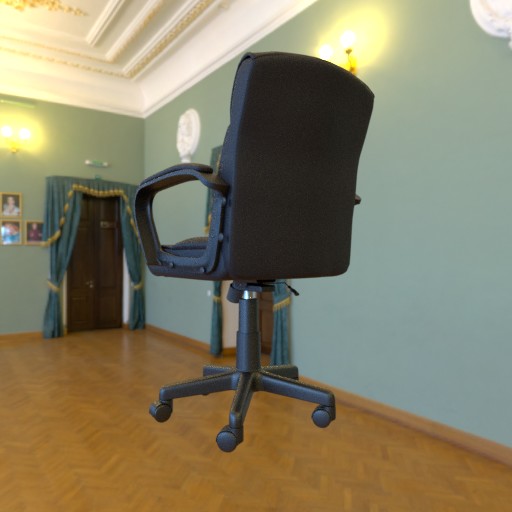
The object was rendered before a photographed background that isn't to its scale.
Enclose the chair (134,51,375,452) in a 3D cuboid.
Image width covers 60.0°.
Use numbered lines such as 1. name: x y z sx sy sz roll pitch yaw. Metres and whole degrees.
1. chair: 0.000 0.000 1.365 0.576 0.998 0.641 0 0 -36
